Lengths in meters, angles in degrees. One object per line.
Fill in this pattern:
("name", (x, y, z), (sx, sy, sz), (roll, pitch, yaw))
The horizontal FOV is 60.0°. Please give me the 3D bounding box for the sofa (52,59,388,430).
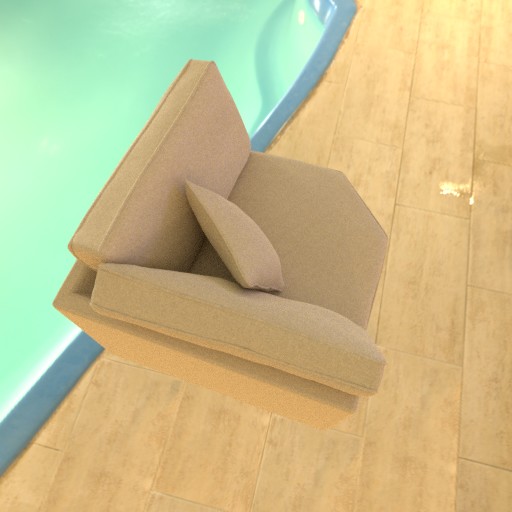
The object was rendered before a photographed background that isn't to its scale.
("sofa", (0.000, 0.000, 1.820), (1.050, 0.937, 1.042), (18, 66, 9))
